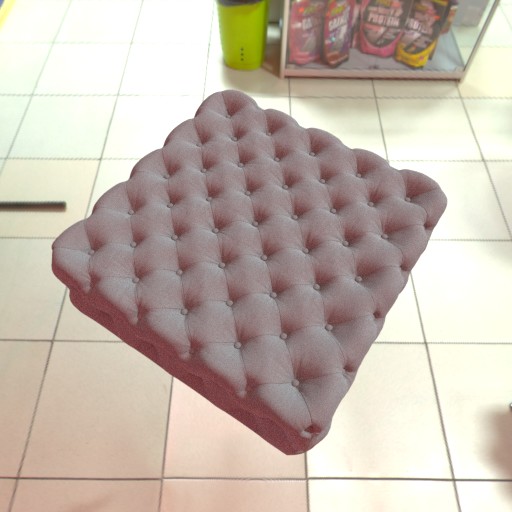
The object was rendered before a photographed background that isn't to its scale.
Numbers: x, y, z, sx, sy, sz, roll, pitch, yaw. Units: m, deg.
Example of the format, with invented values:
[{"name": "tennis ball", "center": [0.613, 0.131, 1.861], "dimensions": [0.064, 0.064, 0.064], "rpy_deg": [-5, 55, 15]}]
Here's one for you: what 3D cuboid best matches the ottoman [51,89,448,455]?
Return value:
[{"name": "ottoman", "center": [0.000, 0.000, 1.450], "dimensions": [0.917, 0.439, 0.911], "rpy_deg": [29, 63, 17]}]
